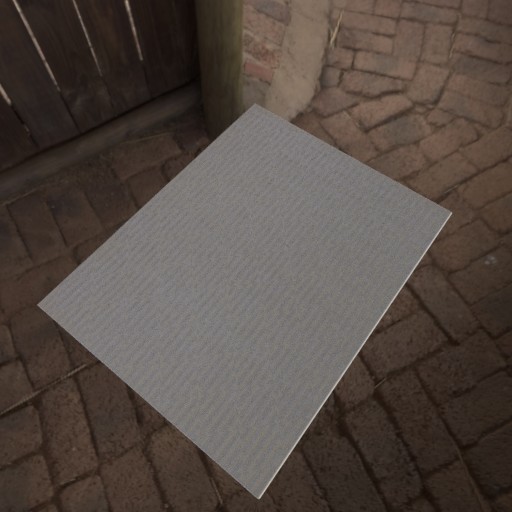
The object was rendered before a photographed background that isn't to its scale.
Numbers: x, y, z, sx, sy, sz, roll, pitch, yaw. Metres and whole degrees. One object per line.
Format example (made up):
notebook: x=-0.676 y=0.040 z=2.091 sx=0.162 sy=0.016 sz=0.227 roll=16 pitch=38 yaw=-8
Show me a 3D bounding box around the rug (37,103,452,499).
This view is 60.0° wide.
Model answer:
rug: x=0.000 y=0.000 z=4.037 sx=2.410 sy=0.021 sz=3.055 roll=34 pitch=67 yaw=17
